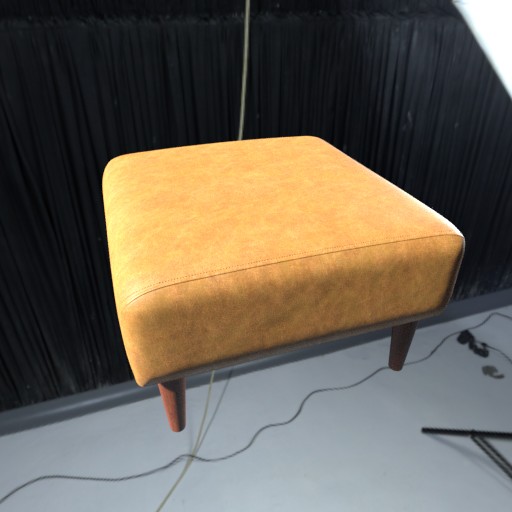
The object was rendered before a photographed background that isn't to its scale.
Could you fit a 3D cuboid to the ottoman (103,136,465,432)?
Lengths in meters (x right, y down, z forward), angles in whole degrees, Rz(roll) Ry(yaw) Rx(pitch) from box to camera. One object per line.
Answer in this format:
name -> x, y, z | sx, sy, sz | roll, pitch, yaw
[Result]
ottoman -> 0.000, 0.000, 1.064 | 0.650, 0.399, 0.650 | -10, 33, -16
